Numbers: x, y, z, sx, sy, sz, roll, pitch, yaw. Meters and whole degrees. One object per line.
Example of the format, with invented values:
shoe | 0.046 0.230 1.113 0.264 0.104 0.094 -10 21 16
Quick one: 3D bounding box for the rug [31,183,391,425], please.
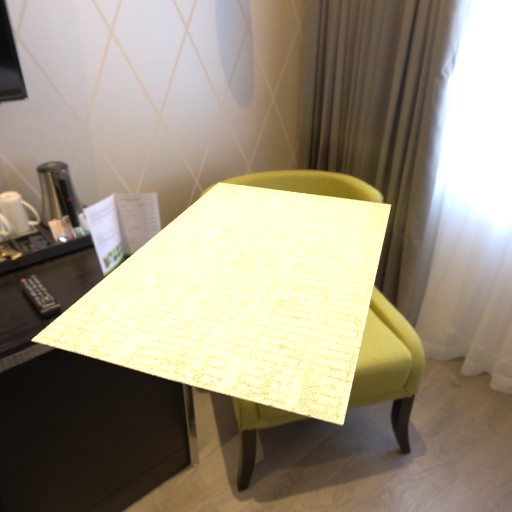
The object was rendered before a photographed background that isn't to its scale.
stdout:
rug | 0.000 0.000 2.293 1.211 0.007 1.827 10 31 17
